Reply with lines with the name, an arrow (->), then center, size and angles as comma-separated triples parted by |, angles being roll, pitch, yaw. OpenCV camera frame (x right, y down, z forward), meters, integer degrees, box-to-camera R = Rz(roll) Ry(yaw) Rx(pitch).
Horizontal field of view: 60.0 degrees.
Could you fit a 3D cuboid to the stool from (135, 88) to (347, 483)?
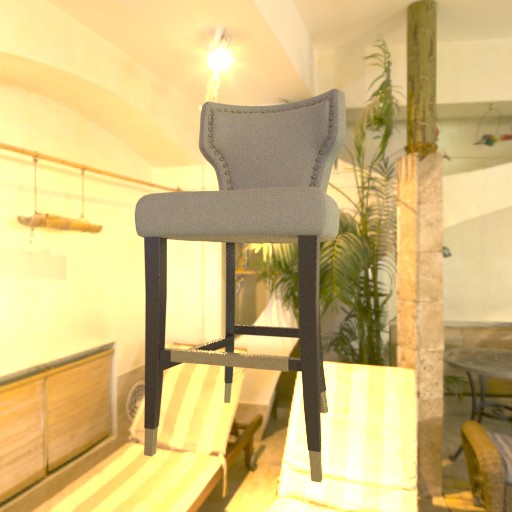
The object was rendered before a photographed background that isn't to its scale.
stool -> 0.000, 0.000, 1.373 | 0.526, 1.092, 0.563 | 0, 1, 17
